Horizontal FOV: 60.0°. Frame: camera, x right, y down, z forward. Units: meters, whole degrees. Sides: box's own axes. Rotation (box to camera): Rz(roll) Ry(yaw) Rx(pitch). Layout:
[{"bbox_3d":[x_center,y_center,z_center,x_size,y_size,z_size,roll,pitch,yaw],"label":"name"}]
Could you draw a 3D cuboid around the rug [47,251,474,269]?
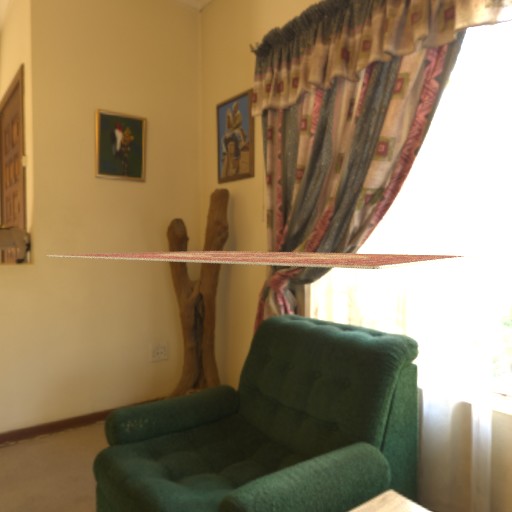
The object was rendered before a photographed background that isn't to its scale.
[{"bbox_3d":[0.000,0.000,2.805,2.232,0.011,1.555,1,2,37],"label":"rug"}]
